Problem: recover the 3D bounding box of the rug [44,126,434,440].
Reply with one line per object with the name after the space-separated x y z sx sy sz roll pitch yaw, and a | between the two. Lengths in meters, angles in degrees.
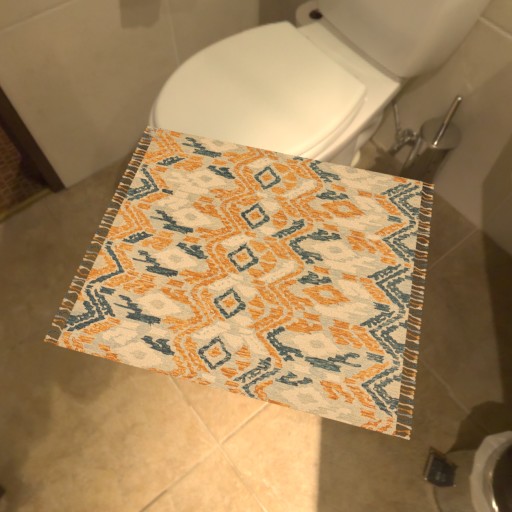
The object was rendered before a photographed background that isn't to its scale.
0.000 0.000 4.056 3.048 0.010 2.439 13 64 6 | rug
